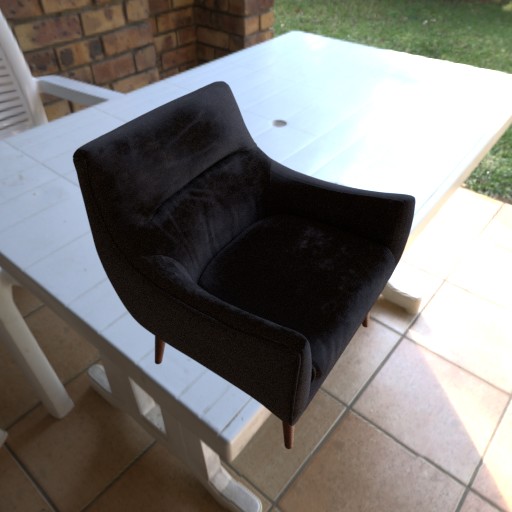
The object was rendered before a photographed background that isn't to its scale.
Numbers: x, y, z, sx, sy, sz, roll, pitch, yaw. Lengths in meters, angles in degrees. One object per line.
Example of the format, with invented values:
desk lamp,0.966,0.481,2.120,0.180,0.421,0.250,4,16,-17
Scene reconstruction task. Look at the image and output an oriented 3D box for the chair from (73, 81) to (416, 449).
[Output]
chair,0.000,0.000,1.443,0.787,0.838,0.762,24,47,25
